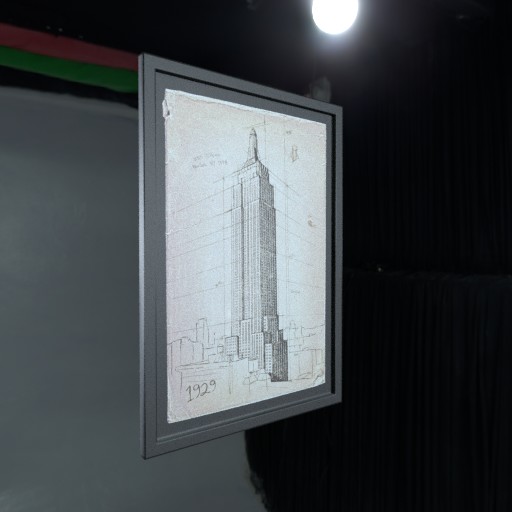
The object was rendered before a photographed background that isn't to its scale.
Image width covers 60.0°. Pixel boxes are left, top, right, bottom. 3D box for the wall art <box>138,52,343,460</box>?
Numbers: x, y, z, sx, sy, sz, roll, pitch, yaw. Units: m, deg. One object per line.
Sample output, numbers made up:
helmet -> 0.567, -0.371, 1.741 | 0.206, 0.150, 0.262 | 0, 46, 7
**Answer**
wall art -> 0.000, 0.000, 0.563 | 0.303, 0.431, 0.013 | -1, 1, -36
